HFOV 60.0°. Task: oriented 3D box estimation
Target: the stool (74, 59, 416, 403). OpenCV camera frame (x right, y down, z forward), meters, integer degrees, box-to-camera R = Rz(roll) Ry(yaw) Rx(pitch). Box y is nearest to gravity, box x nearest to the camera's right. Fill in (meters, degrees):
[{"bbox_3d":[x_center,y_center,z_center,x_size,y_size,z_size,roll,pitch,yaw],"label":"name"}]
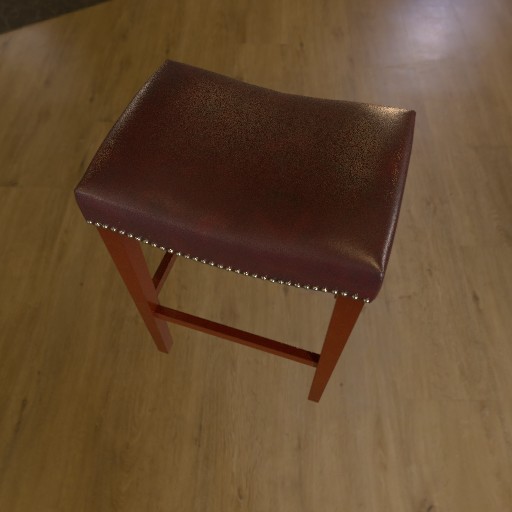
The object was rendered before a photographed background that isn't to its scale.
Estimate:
[{"bbox_3d":[0.000,0.000,1.035,0.504,0.742,0.372,16,59,9],"label":"stool"}]
